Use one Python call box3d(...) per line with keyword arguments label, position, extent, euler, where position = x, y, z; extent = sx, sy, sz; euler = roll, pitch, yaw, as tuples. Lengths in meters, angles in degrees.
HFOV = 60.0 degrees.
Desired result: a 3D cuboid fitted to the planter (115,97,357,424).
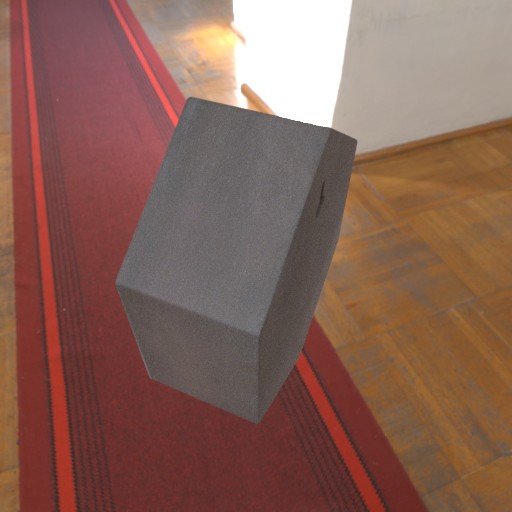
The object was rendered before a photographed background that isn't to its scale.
box3d(label="planter", position=(0.000, 0.000, 0.292), extent=(0.077, 0.206, 0.169), euler=(18, 50, 16))
